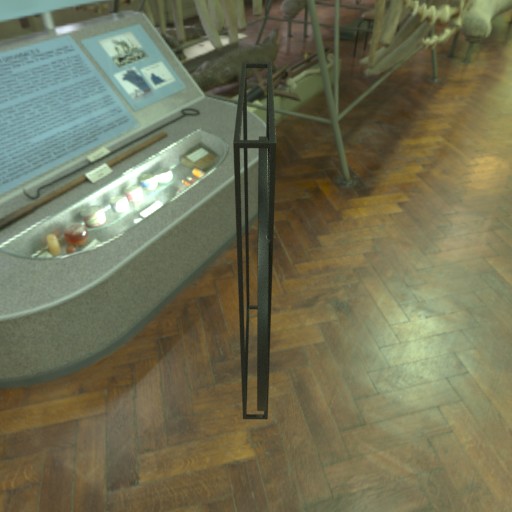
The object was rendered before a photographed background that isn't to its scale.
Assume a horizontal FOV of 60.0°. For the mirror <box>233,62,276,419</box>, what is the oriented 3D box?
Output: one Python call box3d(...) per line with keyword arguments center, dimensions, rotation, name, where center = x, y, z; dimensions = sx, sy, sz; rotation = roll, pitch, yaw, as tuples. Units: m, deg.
box3d(center=(0.000, 0.000, 0.832), dimensions=(0.051, 0.603, 0.508), rotation=(0, 39, 0), name="mirror")
